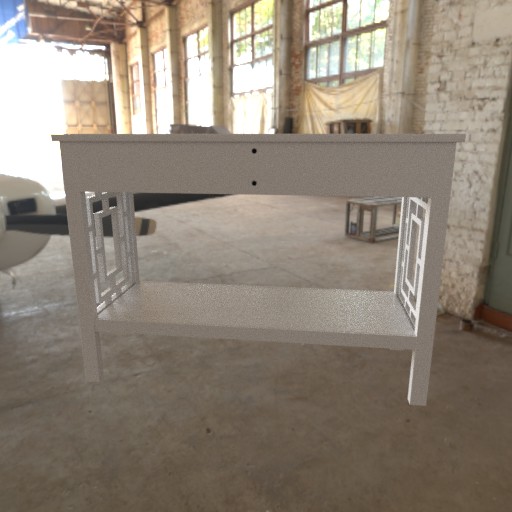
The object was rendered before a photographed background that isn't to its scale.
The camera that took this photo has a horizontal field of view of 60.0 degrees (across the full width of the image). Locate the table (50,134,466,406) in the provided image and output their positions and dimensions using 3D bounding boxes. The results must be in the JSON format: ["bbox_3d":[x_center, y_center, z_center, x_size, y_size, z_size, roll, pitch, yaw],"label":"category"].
[{"bbox_3d":[0.000,0.000,1.418,1.068,0.753,0.397,2,15,7],"label":"table"}]
